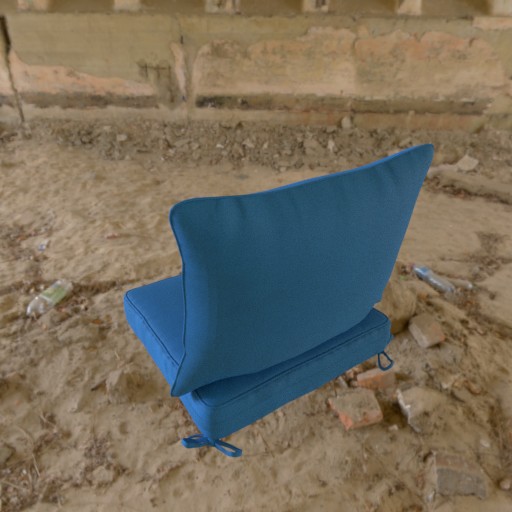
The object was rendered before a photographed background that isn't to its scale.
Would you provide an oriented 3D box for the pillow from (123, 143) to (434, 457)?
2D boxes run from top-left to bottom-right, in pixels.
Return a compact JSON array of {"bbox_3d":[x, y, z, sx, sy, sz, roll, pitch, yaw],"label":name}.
[{"bbox_3d":[0.000,0.000,1.372,0.798,0.725,0.733,-18,34,-29],"label":"pillow"}]
